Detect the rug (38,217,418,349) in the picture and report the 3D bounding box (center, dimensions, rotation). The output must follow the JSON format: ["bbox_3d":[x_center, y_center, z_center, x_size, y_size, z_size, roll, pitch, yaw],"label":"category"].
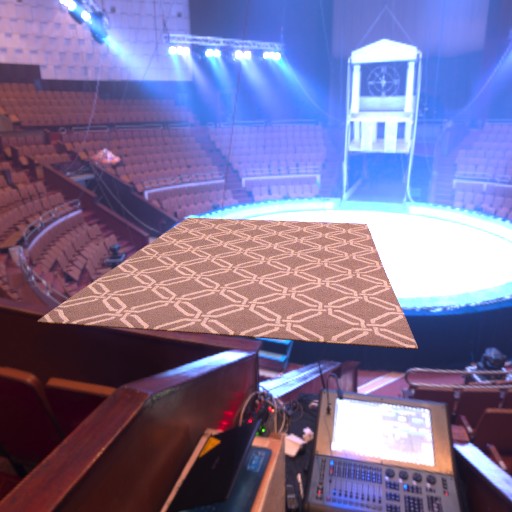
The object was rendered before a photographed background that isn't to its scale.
[{"bbox_3d":[0.000,0.000,4.388,2.441,0.020,3.419,2,17,8],"label":"rug"}]
